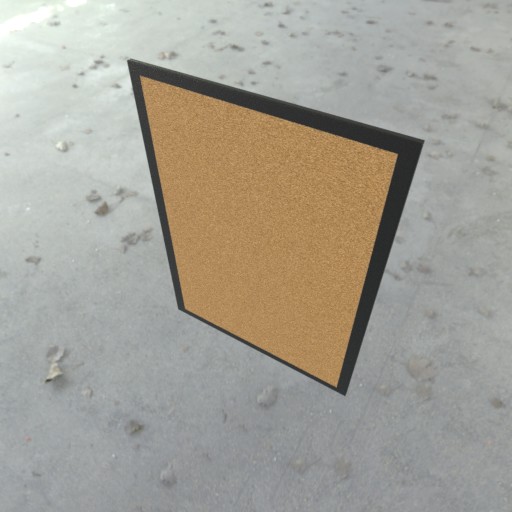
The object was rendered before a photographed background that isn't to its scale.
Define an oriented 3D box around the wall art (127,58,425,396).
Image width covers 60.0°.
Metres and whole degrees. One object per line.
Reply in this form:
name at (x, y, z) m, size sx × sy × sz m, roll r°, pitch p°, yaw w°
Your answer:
wall art at (0.000, 0.000, 1.274) m, size 0.707 × 0.967 × 0.013 m, roll 23°, pitch 50°, yaw 21°
